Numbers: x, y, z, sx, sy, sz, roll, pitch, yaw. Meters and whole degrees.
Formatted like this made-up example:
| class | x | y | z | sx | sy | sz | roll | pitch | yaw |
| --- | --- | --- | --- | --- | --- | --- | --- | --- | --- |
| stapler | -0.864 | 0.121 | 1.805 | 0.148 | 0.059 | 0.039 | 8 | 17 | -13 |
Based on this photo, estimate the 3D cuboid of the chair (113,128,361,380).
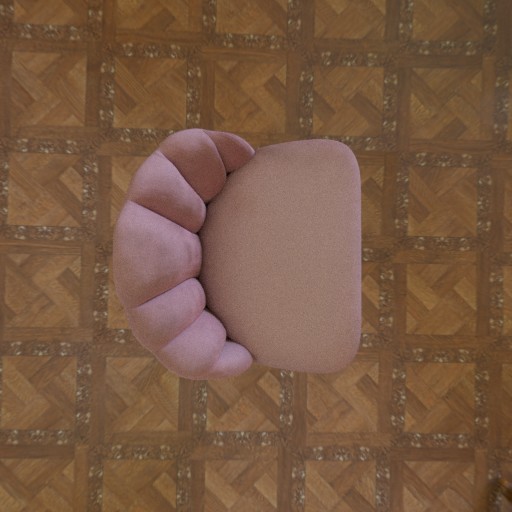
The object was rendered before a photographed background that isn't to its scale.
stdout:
| class | x | y | z | sx | sy | sz | roll | pitch | yaw |
| --- | --- | --- | --- | --- | --- | --- | --- | --- | --- |
| chair | 0.000 | 0.000 | 1.285 | 0.599 | 0.819 | 0.657 | 0 | 90 | -2 |
